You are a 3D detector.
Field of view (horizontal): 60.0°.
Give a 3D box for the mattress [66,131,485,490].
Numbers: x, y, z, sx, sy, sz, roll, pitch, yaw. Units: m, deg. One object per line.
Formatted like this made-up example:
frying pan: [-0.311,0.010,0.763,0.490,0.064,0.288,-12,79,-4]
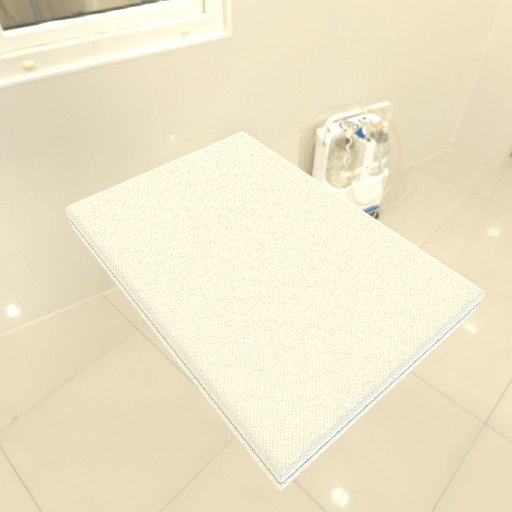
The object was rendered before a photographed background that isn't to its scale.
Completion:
mattress: [0.000,0.000,2.534,1.400,0.200,2.000,-31,54,-26]
